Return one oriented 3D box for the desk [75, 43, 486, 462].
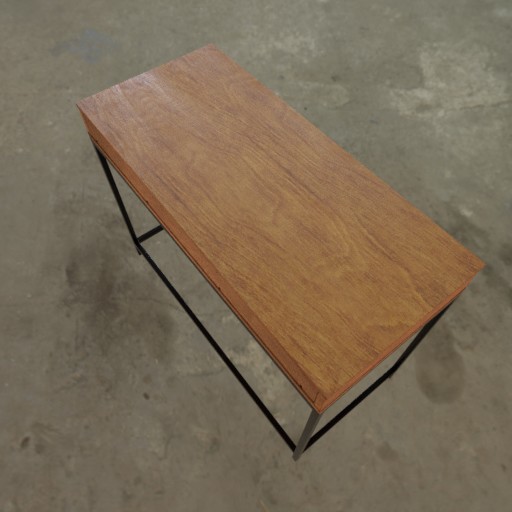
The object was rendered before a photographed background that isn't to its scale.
[{"bbox_3d":[0.000,0.000,1.402,0.470,0.762,1.016,-33,63,-19],"label":"desk"}]
